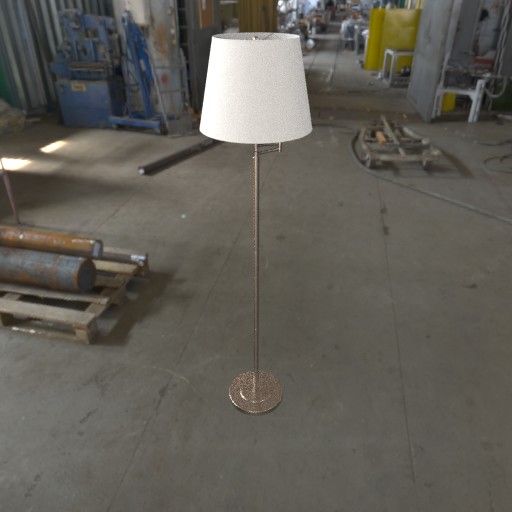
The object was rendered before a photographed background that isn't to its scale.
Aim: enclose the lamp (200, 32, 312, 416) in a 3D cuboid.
[{"bbox_3d":[0.000,0.000,1.653,0.355,1.473,0.355,0,31,0],"label":"lamp"}]
